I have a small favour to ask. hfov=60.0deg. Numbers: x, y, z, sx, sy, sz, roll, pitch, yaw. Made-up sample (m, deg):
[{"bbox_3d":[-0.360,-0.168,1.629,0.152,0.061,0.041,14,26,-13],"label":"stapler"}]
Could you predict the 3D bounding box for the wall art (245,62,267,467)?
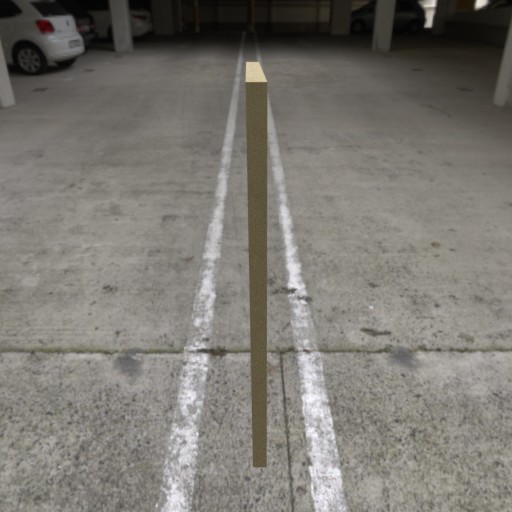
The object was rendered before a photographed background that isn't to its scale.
[{"bbox_3d":[0.000,0.000,1.041,0.039,0.810,0.510,0,27,-1],"label":"wall art"}]
